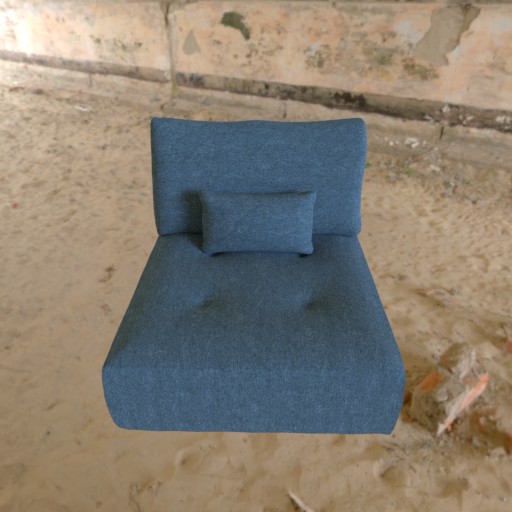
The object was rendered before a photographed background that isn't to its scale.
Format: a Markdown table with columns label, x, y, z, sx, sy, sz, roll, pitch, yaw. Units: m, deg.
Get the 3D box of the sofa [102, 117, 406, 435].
| label | x | y | z | sx | sy | sz | roll | pitch | yaw |
| --- | --- | --- | --- | --- | --- | --- | --- | --- | --- |
| sofa | 0.000 | 0.000 | 1.687 | 0.930 | 0.820 | 1.000 | 1 | 31 | 1 |
